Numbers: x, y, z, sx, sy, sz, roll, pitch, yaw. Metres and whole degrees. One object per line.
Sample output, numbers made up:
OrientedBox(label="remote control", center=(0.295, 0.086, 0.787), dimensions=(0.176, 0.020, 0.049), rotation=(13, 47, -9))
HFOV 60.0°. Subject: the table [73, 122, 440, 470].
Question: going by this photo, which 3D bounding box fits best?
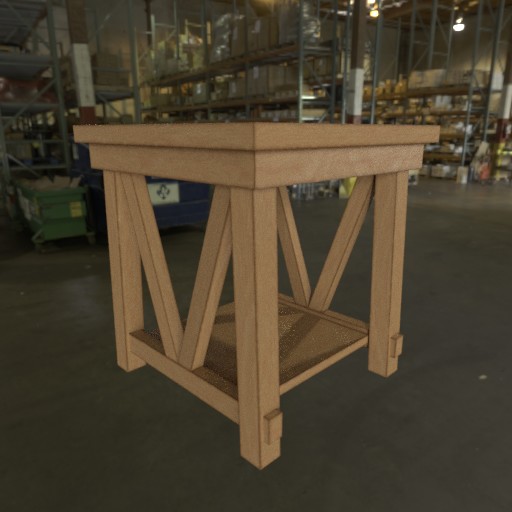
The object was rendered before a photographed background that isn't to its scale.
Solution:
OrientedBox(label="table", center=(0.000, 0.000, 1.128), dimensions=(0.610, 0.638, 0.612), rotation=(-15, 22, -42))
